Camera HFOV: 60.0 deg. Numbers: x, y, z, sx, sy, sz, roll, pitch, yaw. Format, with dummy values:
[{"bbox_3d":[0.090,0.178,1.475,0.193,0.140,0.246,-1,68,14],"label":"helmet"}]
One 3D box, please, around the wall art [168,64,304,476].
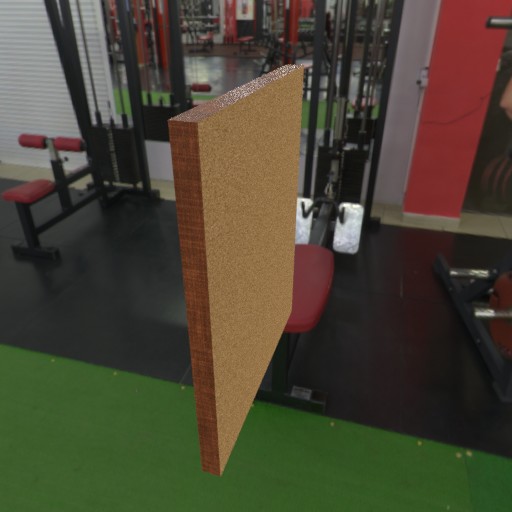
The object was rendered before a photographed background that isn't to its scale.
[{"bbox_3d":[0.000,0.000,0.776,0.033,0.567,0.467,9,31,16],"label":"wall art"}]
